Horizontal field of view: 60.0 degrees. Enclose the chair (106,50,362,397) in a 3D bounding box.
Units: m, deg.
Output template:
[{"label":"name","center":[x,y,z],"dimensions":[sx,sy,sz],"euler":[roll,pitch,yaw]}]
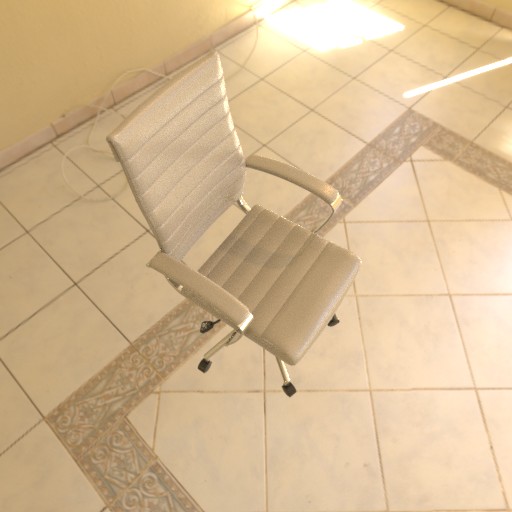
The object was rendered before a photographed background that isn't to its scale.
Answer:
[{"label":"chair","center":[0.000,0.000,1.593],"dimensions":[0.667,1.149,0.679],"euler":[30,63,18]}]
